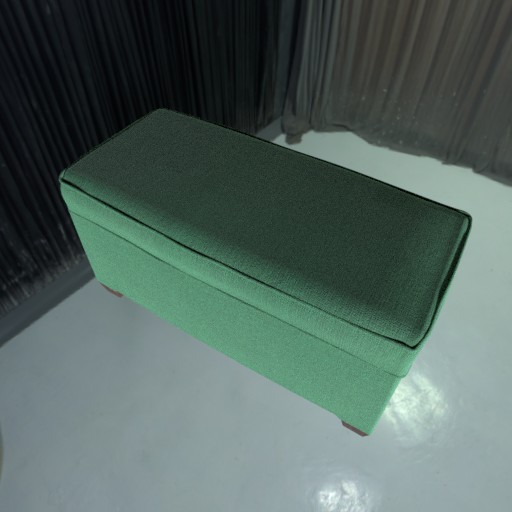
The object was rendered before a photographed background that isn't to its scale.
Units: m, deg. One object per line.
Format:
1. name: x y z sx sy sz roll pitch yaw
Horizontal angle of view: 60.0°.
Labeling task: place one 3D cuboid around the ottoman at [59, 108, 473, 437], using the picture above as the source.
1. ottoman: 0.000 0.000 1.226 0.957 0.471 0.483 25 52 21
